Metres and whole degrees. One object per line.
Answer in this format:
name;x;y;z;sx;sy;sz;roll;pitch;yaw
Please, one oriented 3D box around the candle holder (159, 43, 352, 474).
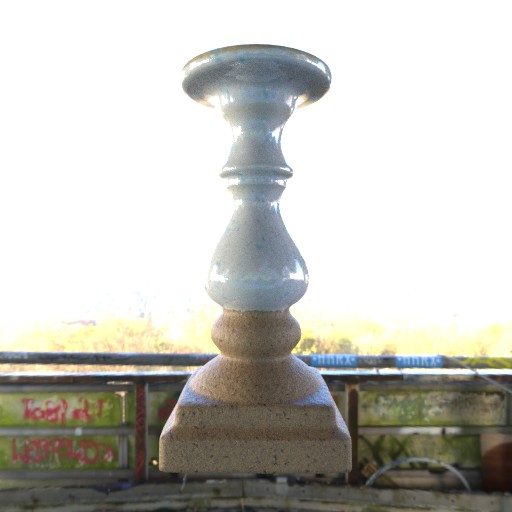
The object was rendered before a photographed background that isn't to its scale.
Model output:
candle holder;0.000;0.000;0.298;0.110;0.239;0.110;0;0;0
